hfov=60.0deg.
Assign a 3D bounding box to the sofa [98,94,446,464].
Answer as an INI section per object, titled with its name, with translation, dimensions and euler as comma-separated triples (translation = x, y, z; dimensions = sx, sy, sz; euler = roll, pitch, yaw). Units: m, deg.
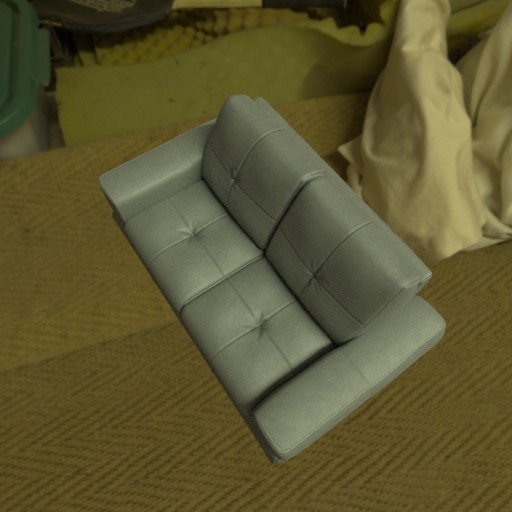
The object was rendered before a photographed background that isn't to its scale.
[sofa]
translation = 0.000, 0.000, 2.372
dimensions = 1.018, 0.907, 1.806
euler = -32, 67, -15
